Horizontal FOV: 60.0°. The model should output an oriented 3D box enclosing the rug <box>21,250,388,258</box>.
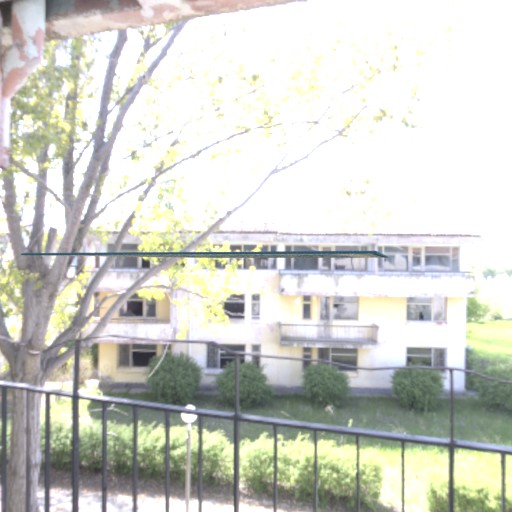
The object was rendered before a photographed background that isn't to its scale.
[{"bbox_3d":[0.000,0.000,3.975,2.226,0.015,3.044,0,-1,18],"label":"rug"}]
